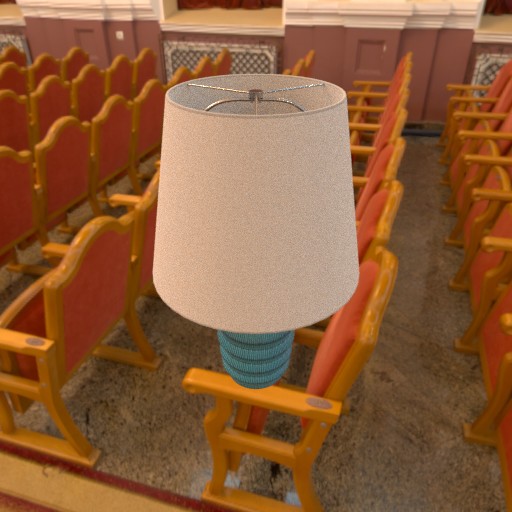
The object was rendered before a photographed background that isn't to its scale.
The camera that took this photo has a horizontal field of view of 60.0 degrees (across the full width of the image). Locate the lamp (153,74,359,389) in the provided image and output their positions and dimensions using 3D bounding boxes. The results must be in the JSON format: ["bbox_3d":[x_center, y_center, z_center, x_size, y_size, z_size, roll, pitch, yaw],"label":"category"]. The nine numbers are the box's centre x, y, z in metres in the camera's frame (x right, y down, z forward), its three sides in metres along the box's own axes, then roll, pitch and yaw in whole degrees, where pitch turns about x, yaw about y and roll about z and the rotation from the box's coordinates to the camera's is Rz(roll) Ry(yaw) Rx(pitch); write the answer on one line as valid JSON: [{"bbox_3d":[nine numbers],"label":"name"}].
[{"bbox_3d":[0.000,0.000,0.550,0.254,0.392,0.254,0,33,0],"label":"lamp"}]
